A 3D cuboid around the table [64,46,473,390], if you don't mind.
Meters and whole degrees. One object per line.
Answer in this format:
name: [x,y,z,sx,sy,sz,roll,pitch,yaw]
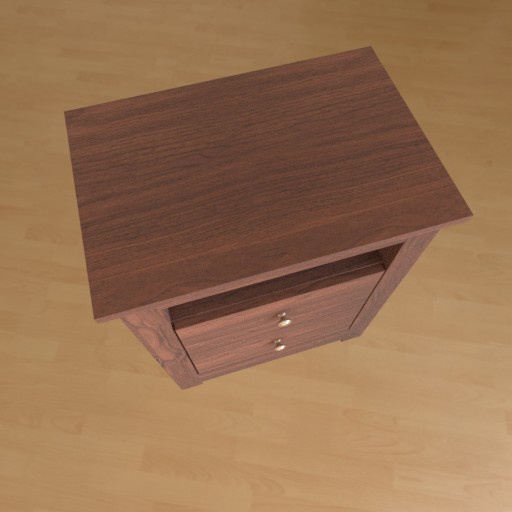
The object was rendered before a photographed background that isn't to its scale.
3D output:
table: [0.000,0.000,1.056,0.589,0.711,0.406,-15,65,-7]
